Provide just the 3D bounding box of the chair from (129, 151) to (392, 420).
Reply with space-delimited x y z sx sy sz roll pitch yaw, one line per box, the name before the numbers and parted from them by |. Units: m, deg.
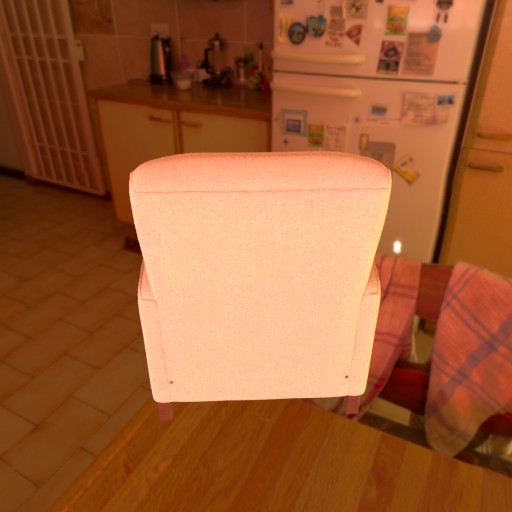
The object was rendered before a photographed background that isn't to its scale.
chair | 0.000 0.000 1.722 0.845 1.023 0.859 -1 30 -2
